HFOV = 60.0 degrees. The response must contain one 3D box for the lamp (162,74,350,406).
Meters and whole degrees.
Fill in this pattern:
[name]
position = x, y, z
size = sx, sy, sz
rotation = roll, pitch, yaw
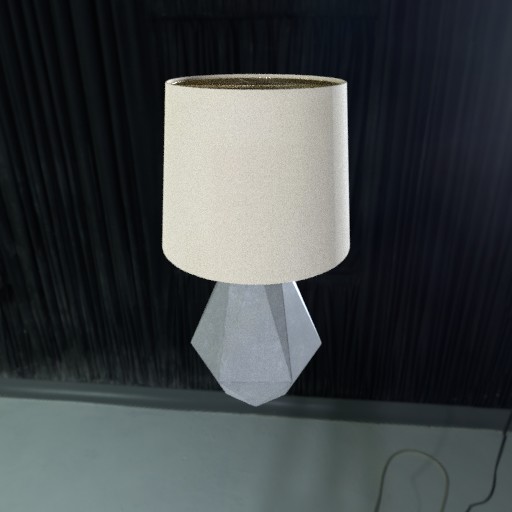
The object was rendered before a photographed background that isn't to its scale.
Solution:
[lamp]
position = 0.000, 0.000, 0.678
size = 0.276, 0.501, 0.276
rotation = 0, 26, 0
